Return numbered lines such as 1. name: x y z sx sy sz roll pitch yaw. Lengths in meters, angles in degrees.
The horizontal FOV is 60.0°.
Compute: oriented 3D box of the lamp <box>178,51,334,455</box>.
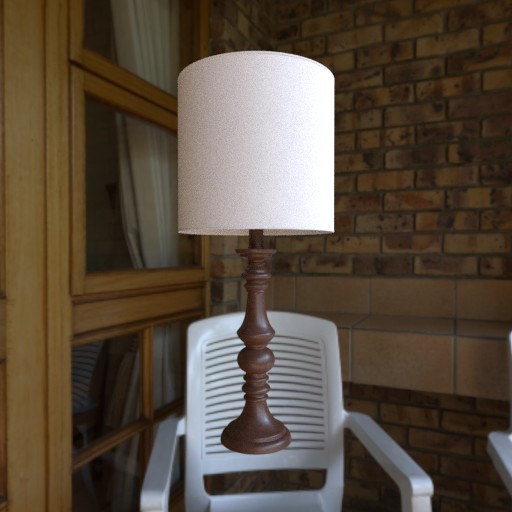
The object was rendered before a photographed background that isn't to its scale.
1. lamp: 0.000 0.000 0.721 0.250 0.597 0.250 0 1 18
